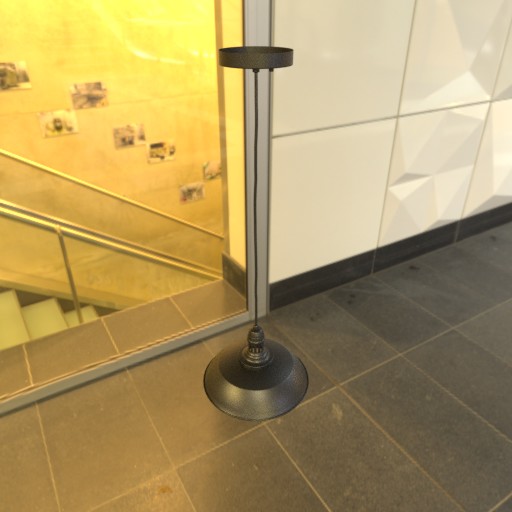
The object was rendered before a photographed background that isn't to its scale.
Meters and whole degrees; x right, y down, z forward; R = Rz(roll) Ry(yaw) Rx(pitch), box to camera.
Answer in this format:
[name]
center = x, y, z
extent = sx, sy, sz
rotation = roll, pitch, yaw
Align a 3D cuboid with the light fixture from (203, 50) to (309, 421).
[light fixture]
center = 0.000, 0.000, 1.172
extent = 0.331, 0.993, 0.331
rotation = 22, 37, 33
